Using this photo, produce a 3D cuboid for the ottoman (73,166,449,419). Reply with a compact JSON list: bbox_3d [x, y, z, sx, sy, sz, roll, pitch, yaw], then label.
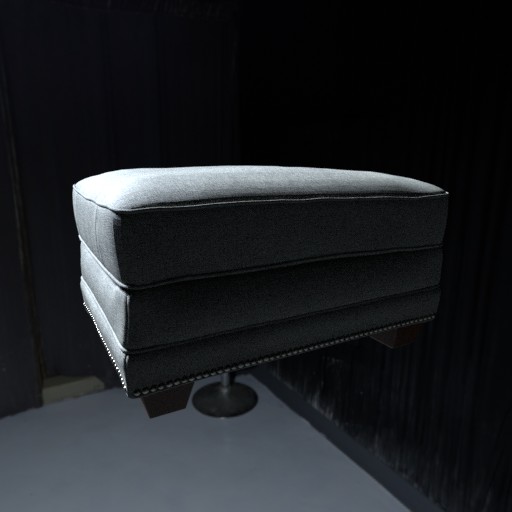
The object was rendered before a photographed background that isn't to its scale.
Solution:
[{"bbox_3d":[0.000,0.000,1.142,0.813,0.457,0.561,-8,16,-28],"label":"ottoman"}]
